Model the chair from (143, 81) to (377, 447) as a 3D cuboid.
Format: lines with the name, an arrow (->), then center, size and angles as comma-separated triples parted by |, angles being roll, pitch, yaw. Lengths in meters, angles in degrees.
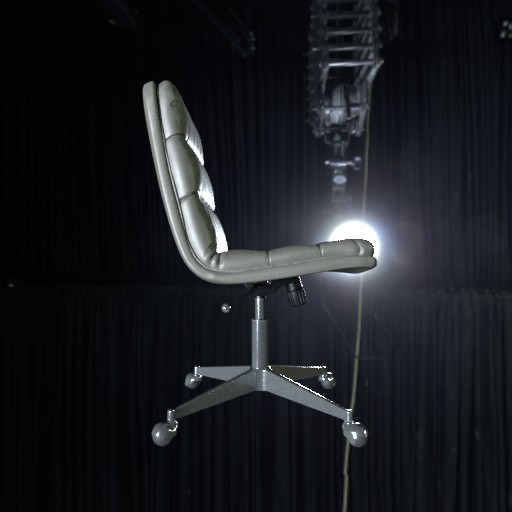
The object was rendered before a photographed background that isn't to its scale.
chair -> 0.000, 0.000, 1.051 | 0.485, 0.738, 0.422 | 0, 0, 0
